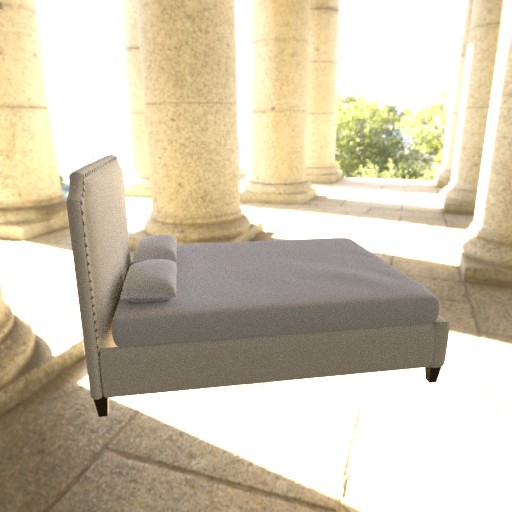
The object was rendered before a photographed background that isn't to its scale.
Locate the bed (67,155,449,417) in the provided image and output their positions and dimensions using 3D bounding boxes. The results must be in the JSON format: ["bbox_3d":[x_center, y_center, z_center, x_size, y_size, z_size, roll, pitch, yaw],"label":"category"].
[{"bbox_3d":[0.000,0.000,3.488,2.372,1.497,1.712,-3,17,-9],"label":"bed"}]
